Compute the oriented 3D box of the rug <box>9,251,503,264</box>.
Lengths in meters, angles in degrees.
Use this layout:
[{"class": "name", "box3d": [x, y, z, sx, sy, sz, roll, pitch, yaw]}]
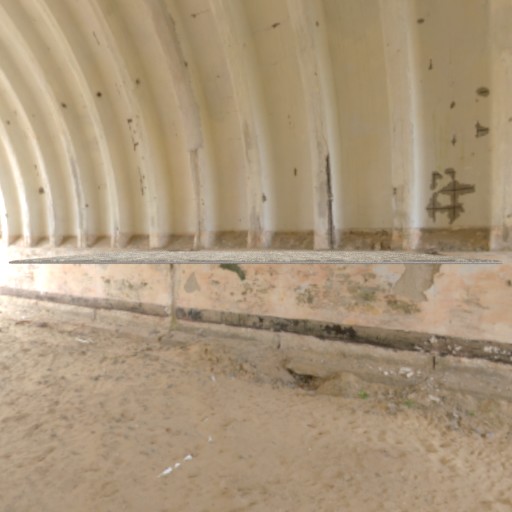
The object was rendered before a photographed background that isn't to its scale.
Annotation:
[{"class": "rug", "box3d": [0.000, 0.000, 3.360, 2.746, 0.018, 1.819, 0, 2, 0]}]
